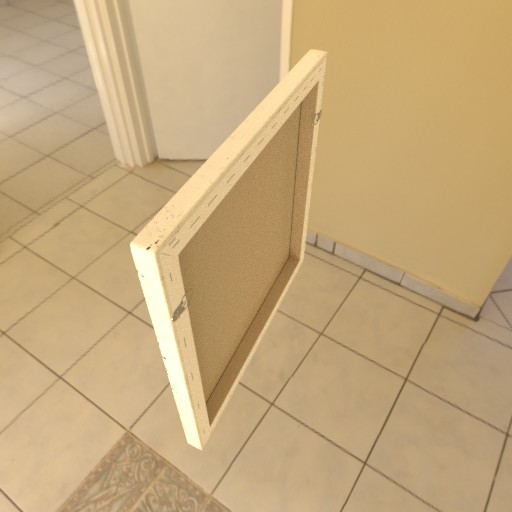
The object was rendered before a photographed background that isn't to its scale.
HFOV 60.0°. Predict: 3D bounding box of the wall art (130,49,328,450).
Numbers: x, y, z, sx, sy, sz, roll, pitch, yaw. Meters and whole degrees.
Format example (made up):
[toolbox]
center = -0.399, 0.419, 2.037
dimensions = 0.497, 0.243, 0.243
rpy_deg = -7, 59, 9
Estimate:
[wall art]
center = 0.000, 0.000, 0.914
dimensions = 0.040, 0.611, 0.610
rpy_deg = 19, 49, 17
